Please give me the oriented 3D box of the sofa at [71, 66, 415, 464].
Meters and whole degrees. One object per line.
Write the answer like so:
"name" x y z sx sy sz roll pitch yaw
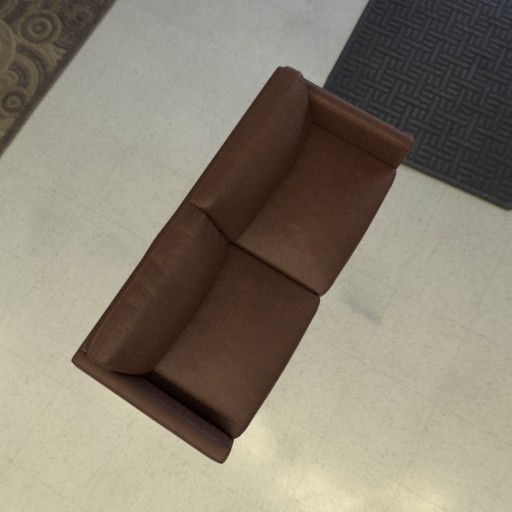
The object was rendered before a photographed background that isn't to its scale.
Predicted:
"sofa" 0.000 0.000 2.516 0.923 0.863 1.971 31 78 7
